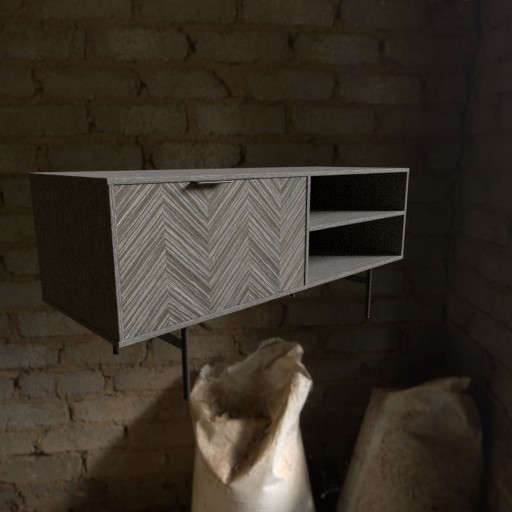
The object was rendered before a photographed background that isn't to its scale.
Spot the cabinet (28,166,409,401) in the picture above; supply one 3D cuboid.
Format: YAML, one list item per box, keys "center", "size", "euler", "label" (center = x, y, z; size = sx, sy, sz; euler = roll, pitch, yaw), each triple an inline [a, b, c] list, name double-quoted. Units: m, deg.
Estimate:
- center: [0.000, 0.000, 1.577]
  size: [1.300, 0.599, 0.500]
  euler: [-12, 17, -43]
  label: "cabinet"
